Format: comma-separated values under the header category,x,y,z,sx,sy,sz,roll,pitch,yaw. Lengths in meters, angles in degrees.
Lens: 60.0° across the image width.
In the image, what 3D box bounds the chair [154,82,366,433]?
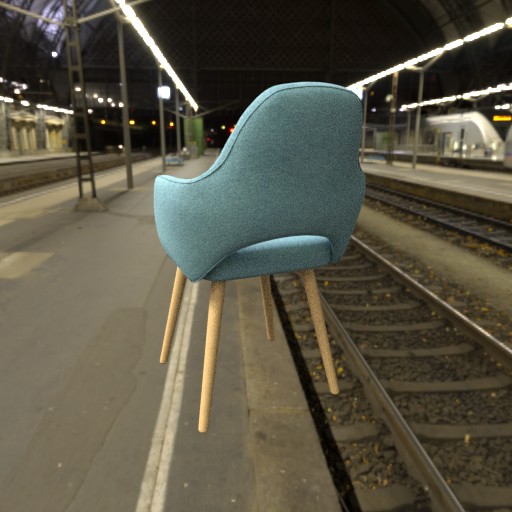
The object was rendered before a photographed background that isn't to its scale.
category,x,y,z,sx,sy,sz,roll,pitch,yaw
chair,0.000,0.000,1.344,0.589,0.920,0.666,-7,16,-25
